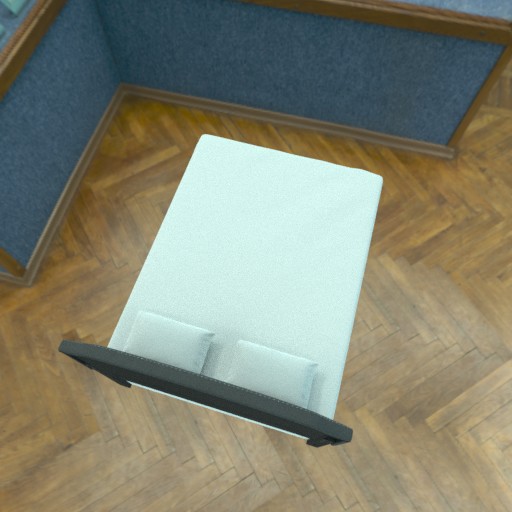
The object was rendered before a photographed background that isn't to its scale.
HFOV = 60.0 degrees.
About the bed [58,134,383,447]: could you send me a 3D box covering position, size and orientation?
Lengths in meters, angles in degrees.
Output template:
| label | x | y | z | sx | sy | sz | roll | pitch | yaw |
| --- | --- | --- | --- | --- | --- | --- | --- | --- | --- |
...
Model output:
| label | x | y | z | sx | sy | sz | roll | pitch | yaw |
| --- | --- | --- | --- | --- | --- | --- | --- | --- | --- |
| bed | 0.000 | 0.000 | 2.968 | 1.558 | 1.270 | 1.999 | 15 | 66 | 7 |
